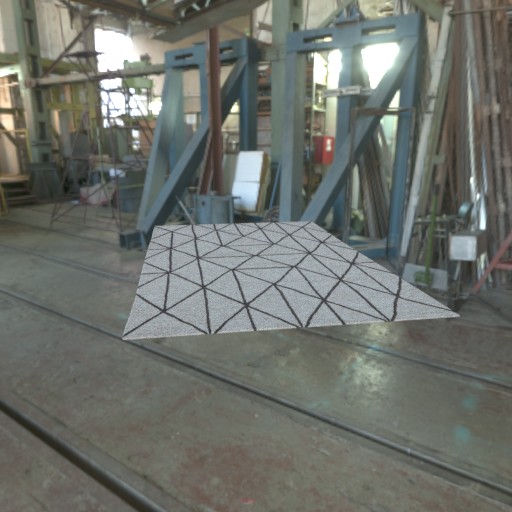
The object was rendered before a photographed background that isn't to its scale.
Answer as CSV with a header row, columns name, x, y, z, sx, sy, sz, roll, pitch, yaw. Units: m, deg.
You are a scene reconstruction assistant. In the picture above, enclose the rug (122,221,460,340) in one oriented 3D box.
name,x,y,z,sx,sy,sz,roll,pitch,yaw
rug,0.000,0.000,3.122,1.526,0.008,2.465,-2,15,-9
